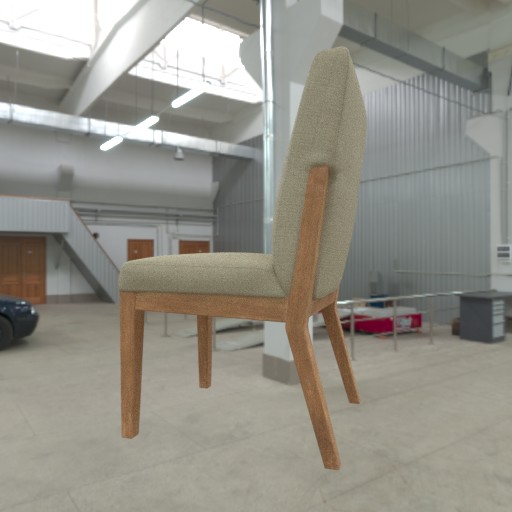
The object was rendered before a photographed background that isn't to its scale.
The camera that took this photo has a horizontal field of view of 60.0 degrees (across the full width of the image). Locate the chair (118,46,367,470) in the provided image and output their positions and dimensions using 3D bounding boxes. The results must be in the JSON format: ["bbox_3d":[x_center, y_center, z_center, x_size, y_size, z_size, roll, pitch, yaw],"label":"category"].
[{"bbox_3d":[0.000,0.000,1.249,0.586,0.911,0.507,0,0,19],"label":"chair"}]
